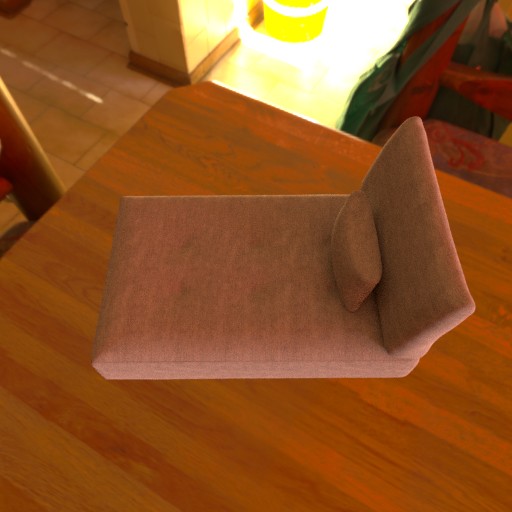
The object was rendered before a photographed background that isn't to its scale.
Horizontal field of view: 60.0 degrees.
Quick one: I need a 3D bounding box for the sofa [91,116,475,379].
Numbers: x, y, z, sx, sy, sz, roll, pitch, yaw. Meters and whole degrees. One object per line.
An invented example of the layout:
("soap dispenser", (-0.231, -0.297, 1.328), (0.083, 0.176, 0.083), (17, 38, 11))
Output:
("sofa", (0.000, 0.000, 1.995), (1.450, 0.820, 0.930), (0, 60, 0))
